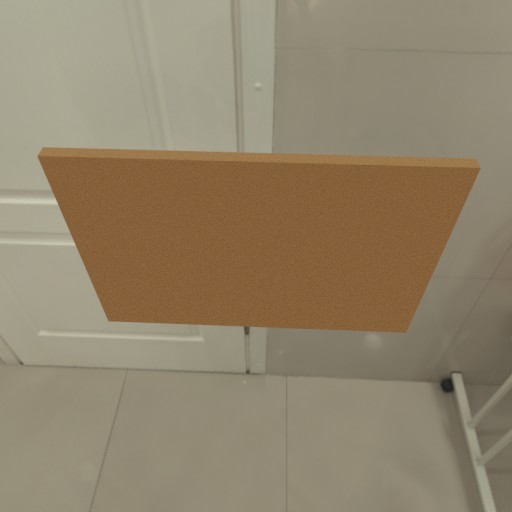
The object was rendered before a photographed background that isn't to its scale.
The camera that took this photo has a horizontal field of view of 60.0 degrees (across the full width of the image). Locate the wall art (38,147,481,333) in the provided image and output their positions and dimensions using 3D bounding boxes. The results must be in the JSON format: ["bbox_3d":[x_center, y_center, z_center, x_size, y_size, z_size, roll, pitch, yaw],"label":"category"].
[{"bbox_3d":[0.000,0.000,1.149,0.915,0.608,0.033,2,47,2],"label":"wall art"}]
